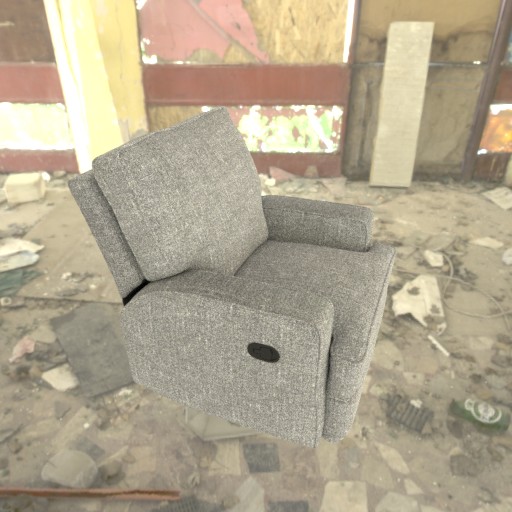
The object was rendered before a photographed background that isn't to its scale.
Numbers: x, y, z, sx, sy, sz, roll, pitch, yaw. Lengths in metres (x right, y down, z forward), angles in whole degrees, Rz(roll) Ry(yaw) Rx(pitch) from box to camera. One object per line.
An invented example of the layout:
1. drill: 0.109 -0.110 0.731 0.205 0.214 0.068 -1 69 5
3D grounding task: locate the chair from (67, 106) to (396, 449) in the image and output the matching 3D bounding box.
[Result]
1. chair: 0.000 0.000 1.675 0.964 0.962 0.861 12 32 19
